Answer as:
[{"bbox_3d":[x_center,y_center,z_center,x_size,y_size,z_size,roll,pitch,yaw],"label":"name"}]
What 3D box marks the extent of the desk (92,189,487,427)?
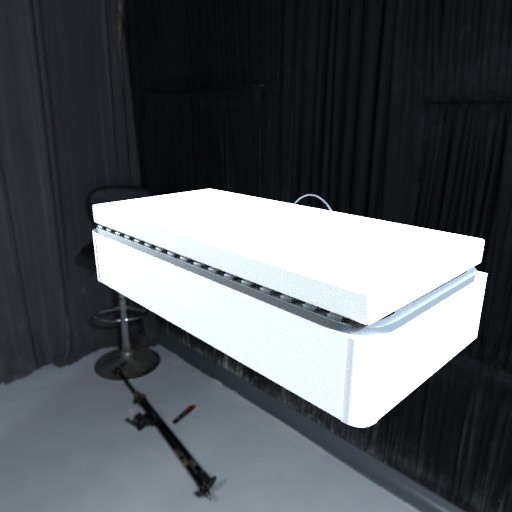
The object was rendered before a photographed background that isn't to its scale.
[{"bbox_3d":[0.000,0.000,2.248,0.900,0.526,1.900,-16,24,-41],"label":"desk"}]
